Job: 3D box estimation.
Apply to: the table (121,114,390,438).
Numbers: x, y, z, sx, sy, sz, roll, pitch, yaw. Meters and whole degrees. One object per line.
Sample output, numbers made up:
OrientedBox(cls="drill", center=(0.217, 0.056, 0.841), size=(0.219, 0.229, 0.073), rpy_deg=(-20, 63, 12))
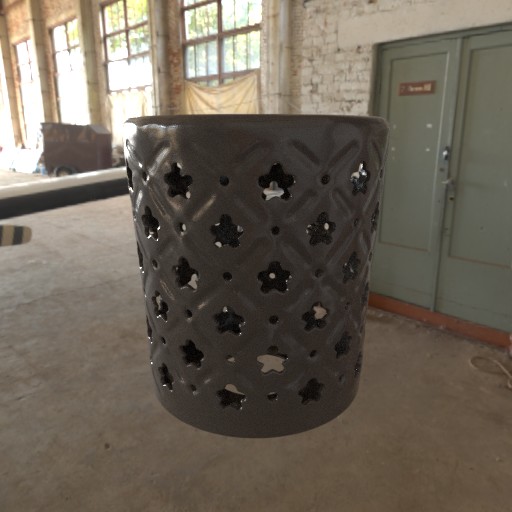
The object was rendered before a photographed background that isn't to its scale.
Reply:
OrientedBox(cls="table", center=(0.000, 0.000, 0.646), size=(0.352, 0.387, 0.352), rpy_deg=(0, 15, 0))
